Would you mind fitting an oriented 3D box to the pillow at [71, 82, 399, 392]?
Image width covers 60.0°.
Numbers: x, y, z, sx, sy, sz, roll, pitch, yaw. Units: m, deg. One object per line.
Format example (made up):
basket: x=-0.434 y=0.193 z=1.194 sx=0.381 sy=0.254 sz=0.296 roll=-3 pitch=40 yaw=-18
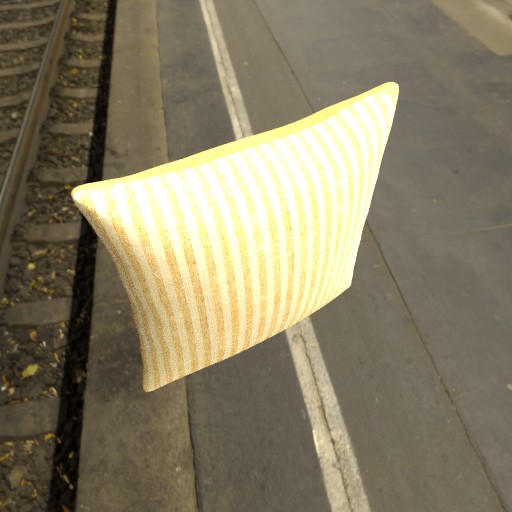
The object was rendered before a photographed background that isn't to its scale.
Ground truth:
pillow: x=0.000 y=0.000 z=0.632 sx=0.419 sy=0.407 sz=0.173 roll=-24 pitch=52 yaw=-20
